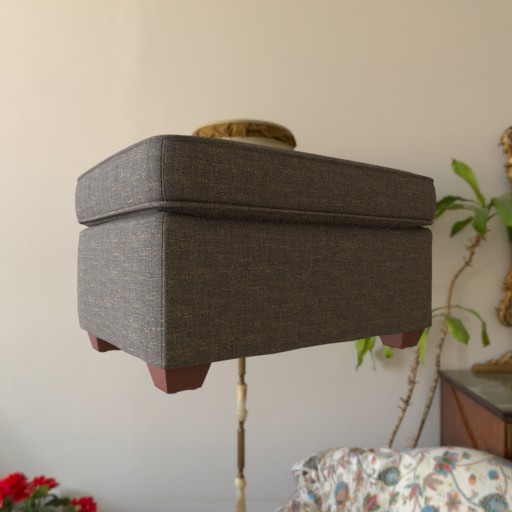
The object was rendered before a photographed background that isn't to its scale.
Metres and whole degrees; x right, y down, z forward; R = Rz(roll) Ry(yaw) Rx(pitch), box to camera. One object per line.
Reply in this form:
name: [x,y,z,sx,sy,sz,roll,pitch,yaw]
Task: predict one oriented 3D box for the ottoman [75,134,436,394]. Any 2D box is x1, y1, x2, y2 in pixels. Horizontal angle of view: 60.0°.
ottoman: [0.000,0.000,1.082,0.749,0.450,0.549,0,0,-35]
